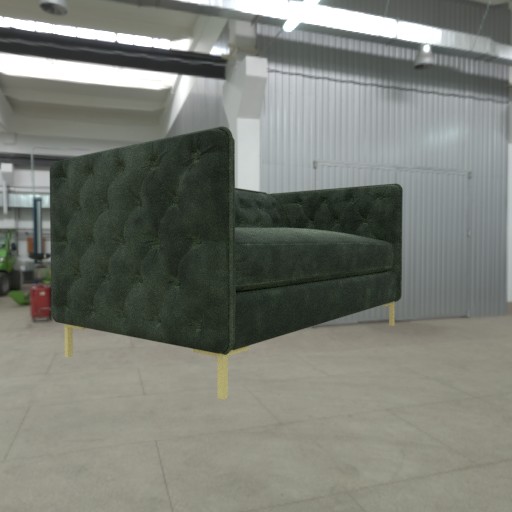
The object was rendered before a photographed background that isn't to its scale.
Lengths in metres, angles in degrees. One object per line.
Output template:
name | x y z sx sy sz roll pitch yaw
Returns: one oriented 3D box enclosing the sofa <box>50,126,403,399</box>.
sofa | 0.000 0.000 2.057 0.895 0.768 1.537 1 2 36
